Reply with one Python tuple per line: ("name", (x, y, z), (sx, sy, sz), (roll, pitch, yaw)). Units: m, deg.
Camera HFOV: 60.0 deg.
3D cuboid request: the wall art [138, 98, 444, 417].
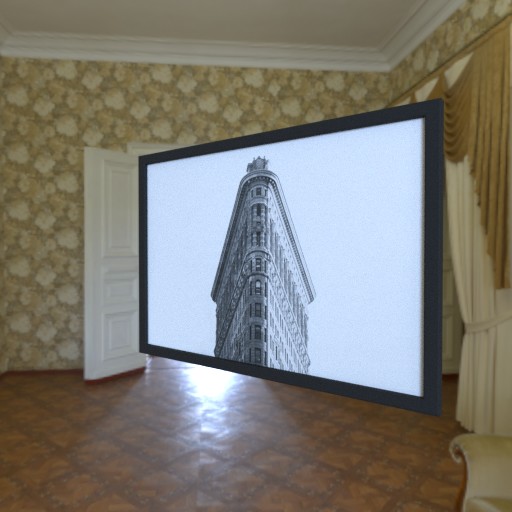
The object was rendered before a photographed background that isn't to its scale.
("wall art", (0.000, 0.000, 1.212), (0.964, 0.659, 0.049), (1, 1, 38))
